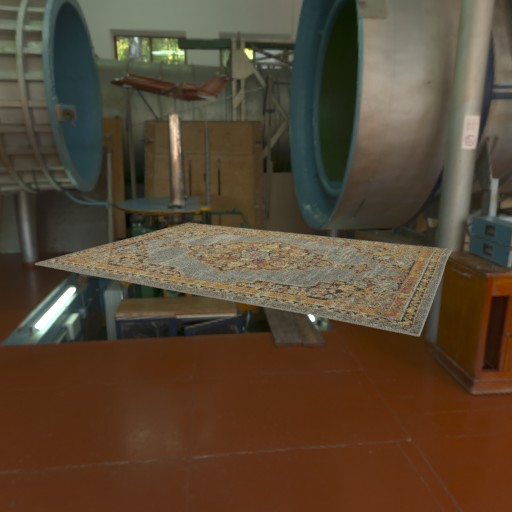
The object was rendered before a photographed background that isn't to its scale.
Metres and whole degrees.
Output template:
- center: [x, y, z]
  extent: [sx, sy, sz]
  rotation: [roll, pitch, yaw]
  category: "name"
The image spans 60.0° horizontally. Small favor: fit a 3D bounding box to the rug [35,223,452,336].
- center: [0.000, 0.000, 3.940]
  extent: [3.063, 0.024, 2.158]
  rotation: [7, 16, 27]
  category: "rug"
